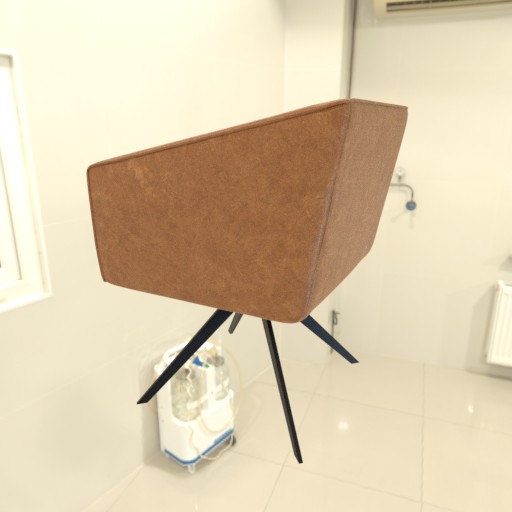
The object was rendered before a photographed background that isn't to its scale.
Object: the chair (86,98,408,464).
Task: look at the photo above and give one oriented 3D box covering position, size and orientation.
[{"bbox_3d":[0.000,0.000,1.180,0.625,0.760,0.588,9,19,26],"label":"chair"}]
